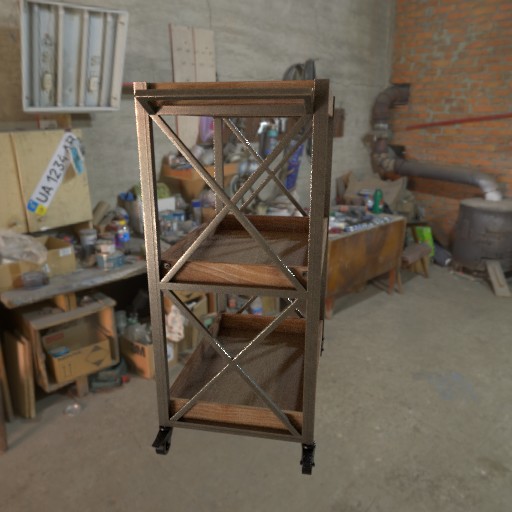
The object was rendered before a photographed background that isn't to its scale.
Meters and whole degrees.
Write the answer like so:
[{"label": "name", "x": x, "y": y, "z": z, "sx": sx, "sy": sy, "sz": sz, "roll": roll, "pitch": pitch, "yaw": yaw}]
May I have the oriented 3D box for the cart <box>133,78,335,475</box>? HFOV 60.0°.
[{"label": "cart", "x": 0.000, "y": 0.000, "z": 1.192, "sx": 0.377, "sy": 0.835, "sz": 0.673, "roll": 3, "pitch": 17, "yaw": 10}]
